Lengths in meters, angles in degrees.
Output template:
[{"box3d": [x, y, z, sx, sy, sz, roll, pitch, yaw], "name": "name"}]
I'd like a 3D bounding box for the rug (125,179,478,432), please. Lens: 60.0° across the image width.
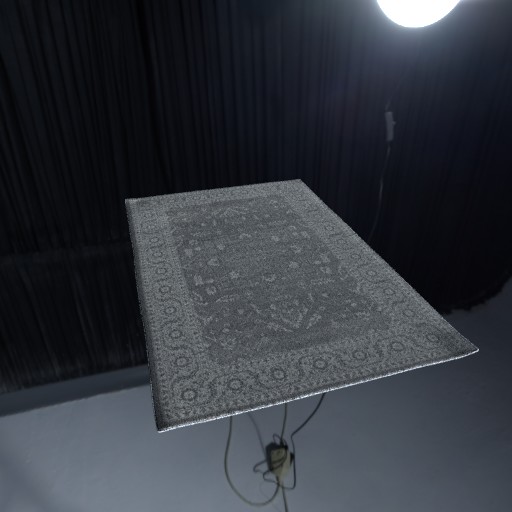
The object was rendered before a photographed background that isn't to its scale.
[{"box3d": [0.000, 0.000, 2.269, 1.209, 0.019, 1.828, -9, 33, -15], "name": "rug"}]
